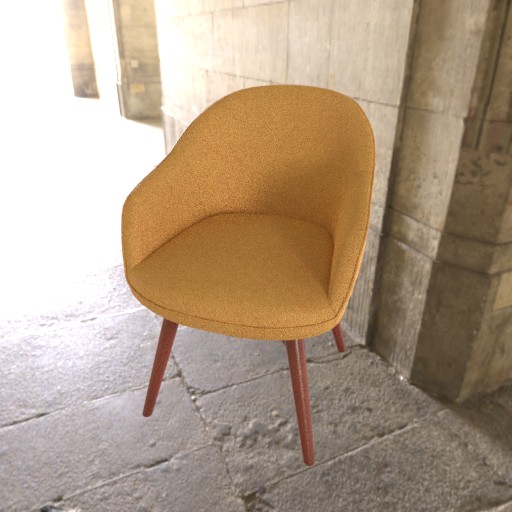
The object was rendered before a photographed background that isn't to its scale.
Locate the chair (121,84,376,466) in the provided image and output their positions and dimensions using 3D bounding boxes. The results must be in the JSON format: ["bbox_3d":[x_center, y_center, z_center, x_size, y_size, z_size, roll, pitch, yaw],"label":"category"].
[{"bbox_3d":[0.000,0.000,1.208,0.596,0.823,0.635,9,28,18],"label":"chair"}]
